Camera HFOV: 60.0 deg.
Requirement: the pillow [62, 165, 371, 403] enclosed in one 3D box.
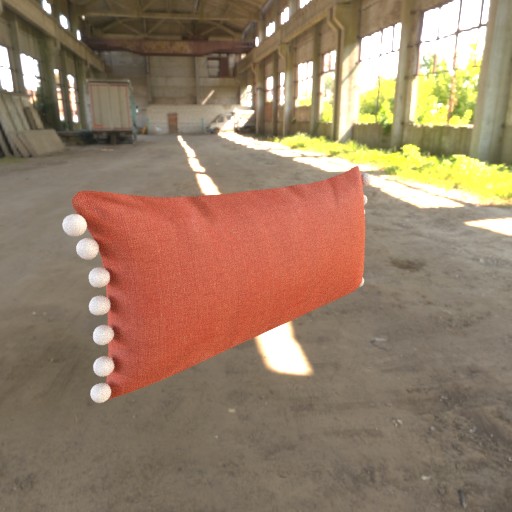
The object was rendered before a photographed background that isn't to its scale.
[{"bbox_3d":[0.000,0.000,0.846,0.709,0.322,0.201,-16,24,-41],"label":"pillow"}]
